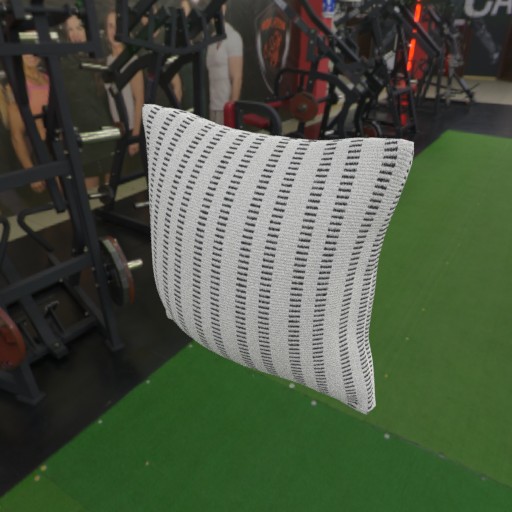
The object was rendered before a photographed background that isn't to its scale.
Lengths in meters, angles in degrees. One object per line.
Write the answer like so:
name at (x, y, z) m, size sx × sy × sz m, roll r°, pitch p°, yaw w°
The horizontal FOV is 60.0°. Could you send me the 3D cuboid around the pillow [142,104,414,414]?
pillow at (0.000, 0.000, 0.692) m, size 0.438 × 0.419 × 0.247 m, roll 19°, pitch 33°, yaw 31°
